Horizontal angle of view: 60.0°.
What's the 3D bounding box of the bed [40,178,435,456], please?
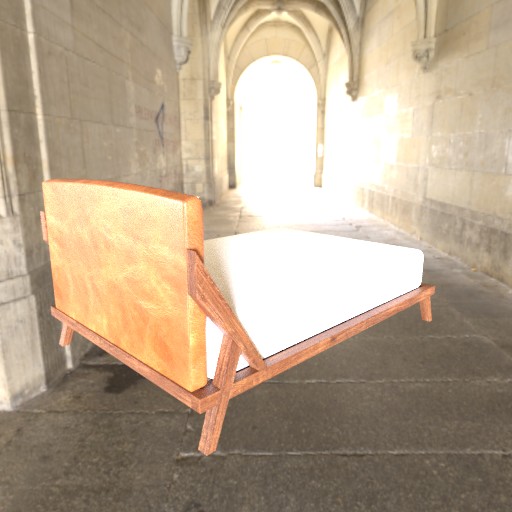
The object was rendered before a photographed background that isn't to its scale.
[{"bbox_3d":[0.000,0.000,3.178,2.311,1.168,1.651,-13,19,-43],"label":"bed"}]
